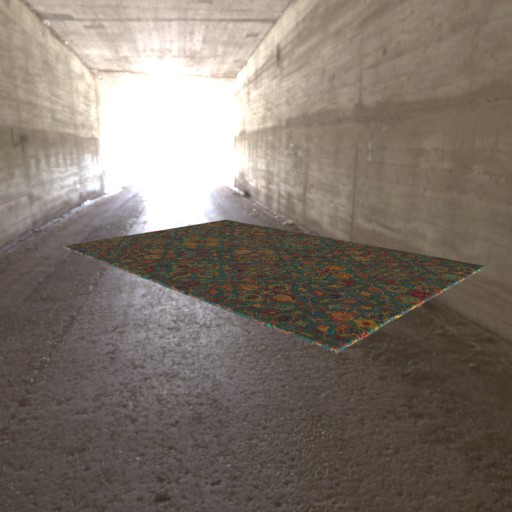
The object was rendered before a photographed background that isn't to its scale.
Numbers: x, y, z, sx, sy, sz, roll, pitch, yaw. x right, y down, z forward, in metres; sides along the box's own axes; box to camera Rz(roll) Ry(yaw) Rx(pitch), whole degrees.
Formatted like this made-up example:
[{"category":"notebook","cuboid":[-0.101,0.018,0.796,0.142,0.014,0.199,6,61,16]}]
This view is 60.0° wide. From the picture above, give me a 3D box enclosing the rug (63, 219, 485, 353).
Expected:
[{"category":"rug","cuboid":[0.000,0.000,2.852,2.290,0.016,1.527,14,20,43]}]
